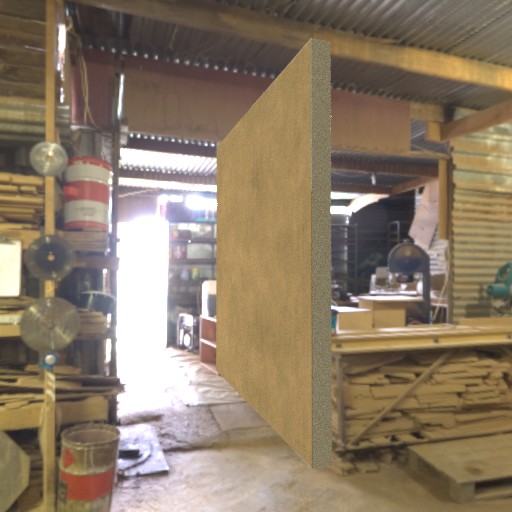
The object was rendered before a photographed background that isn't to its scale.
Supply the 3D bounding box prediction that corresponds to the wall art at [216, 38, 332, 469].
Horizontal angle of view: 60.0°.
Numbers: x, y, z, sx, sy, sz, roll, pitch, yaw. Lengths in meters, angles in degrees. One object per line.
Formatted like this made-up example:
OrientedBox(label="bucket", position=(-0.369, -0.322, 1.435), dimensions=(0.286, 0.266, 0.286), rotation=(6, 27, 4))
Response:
OrientedBox(label="wall art", position=(0.000, 0.000, 0.686), dimensions=(0.023, 0.453, 0.455), rotation=(0, -1, -18))
